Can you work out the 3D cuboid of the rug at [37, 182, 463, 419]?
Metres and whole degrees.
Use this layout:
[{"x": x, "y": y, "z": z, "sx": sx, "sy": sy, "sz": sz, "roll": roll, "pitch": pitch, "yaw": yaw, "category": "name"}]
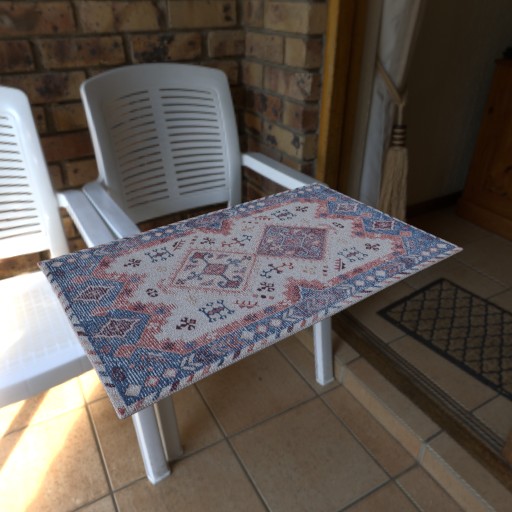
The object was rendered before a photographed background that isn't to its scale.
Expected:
[{"x": 0.000, "y": 0.000, "z": 2.992, "sx": 2.464, "sy": 0.023, "sz": 1.521, "roll": -20, "pitch": 36, "yaw": -30, "category": "rug"}]
